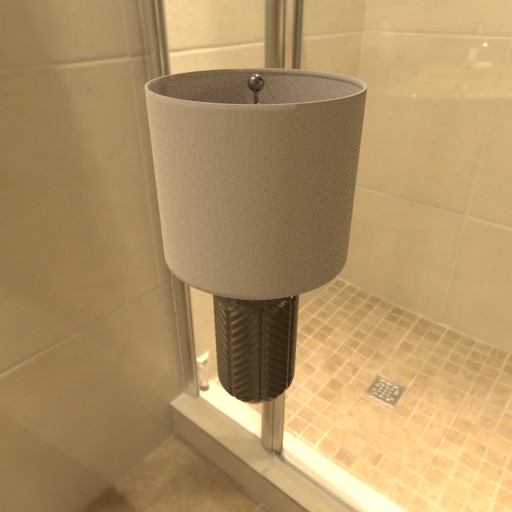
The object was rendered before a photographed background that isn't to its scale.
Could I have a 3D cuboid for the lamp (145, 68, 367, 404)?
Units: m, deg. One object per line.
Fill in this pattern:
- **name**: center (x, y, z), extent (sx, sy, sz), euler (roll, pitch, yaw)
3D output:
- **lamp**: center (0.000, 0.000, 0.507), extent (0.203, 0.389, 0.203), euler (1, 30, 2)
